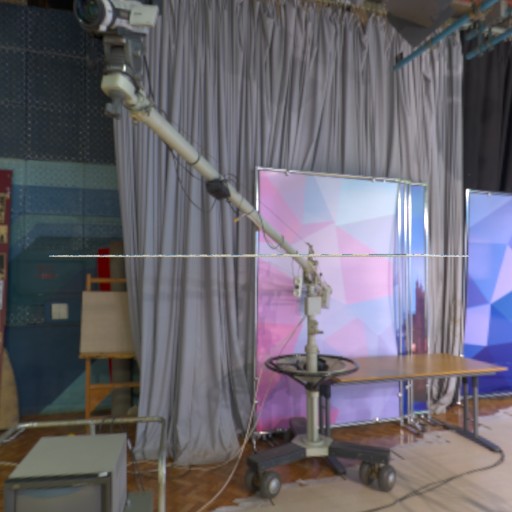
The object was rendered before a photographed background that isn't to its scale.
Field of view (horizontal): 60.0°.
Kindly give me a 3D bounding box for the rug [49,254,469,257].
[{"bbox_3d":[0.000,0.000,3.023,2.447,0.011,1.520,0,0,34],"label":"rug"}]
